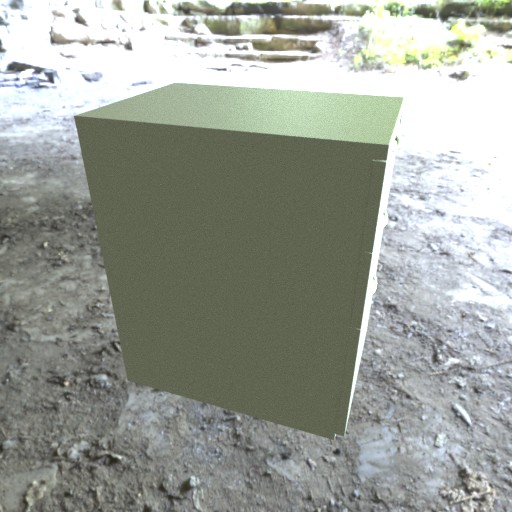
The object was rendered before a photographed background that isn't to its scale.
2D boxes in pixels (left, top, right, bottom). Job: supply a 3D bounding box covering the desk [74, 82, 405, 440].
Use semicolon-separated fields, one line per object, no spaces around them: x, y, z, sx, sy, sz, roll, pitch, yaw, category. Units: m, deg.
0.000;0.000;1.113;0.600;0.730;0.404;10;32;17;desk
